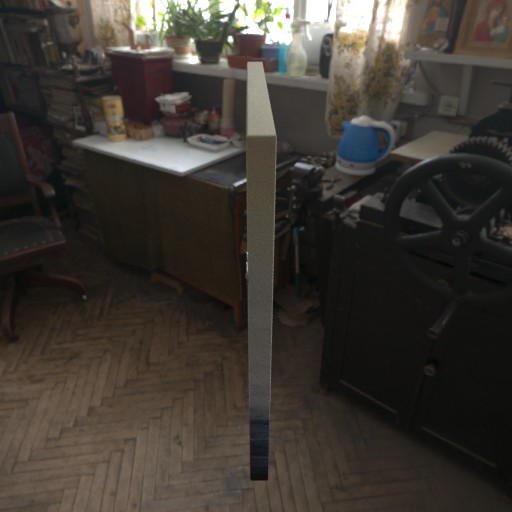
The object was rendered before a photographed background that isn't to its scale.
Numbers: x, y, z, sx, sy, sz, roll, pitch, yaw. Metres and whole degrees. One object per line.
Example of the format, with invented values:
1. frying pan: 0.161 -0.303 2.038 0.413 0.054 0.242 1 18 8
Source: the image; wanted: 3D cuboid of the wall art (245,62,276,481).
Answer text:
1. wall art: 0.000 0.000 0.977 0.041 0.710 0.608 0 31 -1
